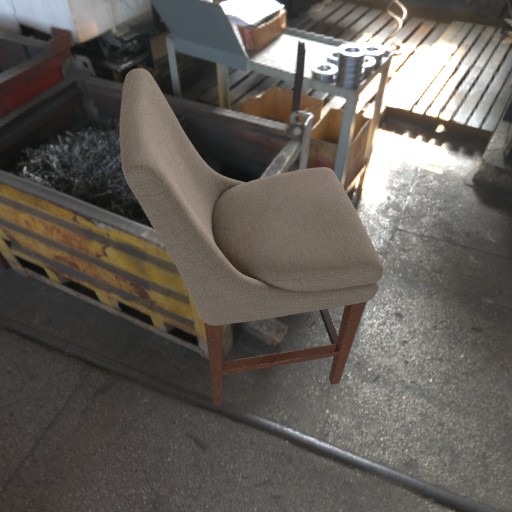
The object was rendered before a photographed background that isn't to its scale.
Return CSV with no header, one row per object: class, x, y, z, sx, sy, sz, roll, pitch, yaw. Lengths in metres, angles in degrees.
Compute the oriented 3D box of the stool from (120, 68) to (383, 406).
stool,0.000,0.000,1.296,0.577,0.981,0.470,-8,48,-7
